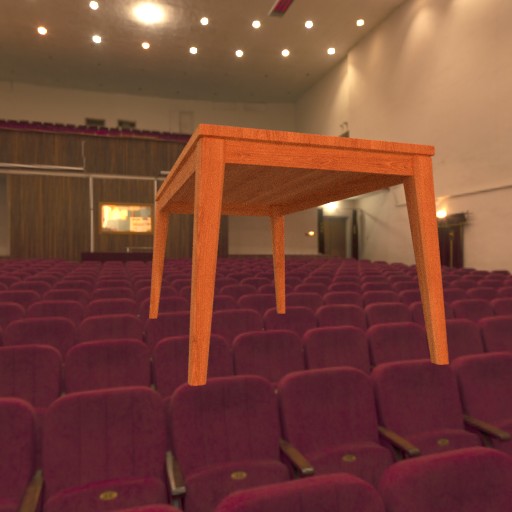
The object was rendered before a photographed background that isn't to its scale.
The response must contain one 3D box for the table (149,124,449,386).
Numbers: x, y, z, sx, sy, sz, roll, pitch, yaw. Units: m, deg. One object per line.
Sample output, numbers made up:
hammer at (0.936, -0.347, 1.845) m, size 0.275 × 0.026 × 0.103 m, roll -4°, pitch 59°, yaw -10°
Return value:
table at (0.000, 0.000, 2.160) m, size 0.900 × 0.760 × 1.600 m, roll 0°, pitch -1°, yaw -18°
